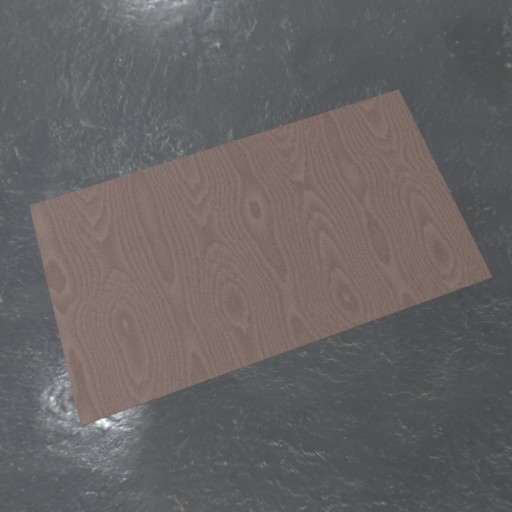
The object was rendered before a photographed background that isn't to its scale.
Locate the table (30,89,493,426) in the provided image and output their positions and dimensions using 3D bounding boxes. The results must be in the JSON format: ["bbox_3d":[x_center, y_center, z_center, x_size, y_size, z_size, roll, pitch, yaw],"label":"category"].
[{"bbox_3d":[0.000,0.000,1.453,1.197,0.347,0.651,-19,76,-5],"label":"table"}]
